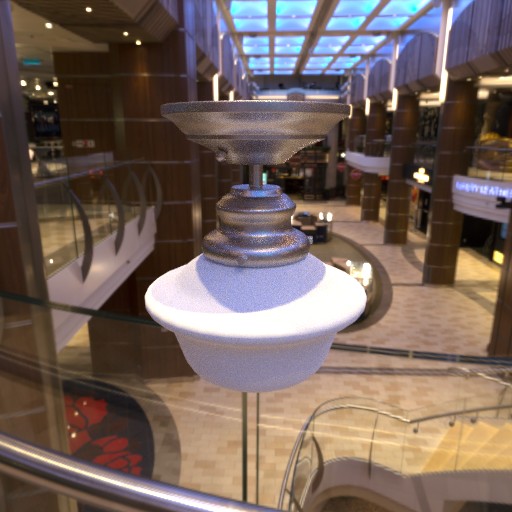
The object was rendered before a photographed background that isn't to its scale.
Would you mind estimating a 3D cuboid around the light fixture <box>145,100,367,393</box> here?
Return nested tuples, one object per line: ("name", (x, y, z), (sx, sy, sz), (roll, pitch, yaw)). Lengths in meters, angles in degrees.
("light fixture", (0.000, 0.000, 0.397), (0.199, 0.254, 0.199), (0, 16, 0))
